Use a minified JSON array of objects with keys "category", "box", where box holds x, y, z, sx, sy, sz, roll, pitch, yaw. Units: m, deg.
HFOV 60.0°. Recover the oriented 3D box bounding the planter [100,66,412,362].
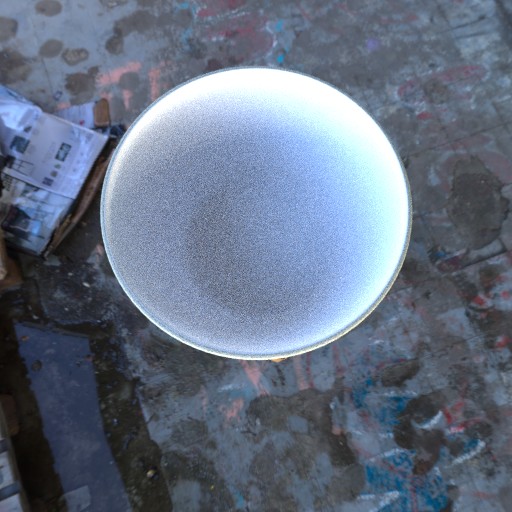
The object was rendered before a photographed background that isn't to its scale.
[{"category":"planter","box":[0.000,0.000,0.739,0.350,0.504,0.350,-20,76,-5]}]
